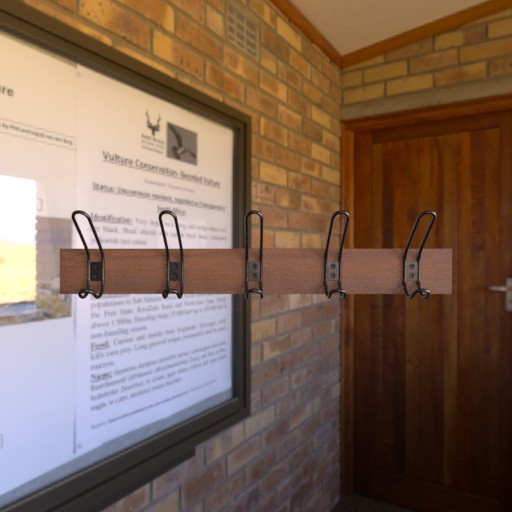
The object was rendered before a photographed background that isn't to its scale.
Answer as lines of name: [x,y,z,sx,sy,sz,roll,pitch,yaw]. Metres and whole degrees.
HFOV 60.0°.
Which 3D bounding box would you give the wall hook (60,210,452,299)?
wall hook: [0.000,0.000,0.598,0.554,0.116,0.076,0,0,0]
